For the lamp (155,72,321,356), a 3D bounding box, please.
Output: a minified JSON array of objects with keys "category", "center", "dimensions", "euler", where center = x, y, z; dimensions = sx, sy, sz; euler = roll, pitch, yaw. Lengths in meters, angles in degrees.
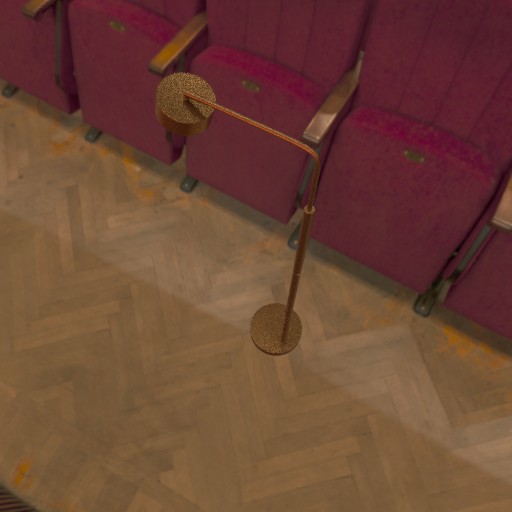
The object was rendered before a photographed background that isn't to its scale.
[{"category":"lamp","center":[0.000,0.000,1.375],"dimensions":[0.418,1.230,0.219],"euler":[29,67,13]}]
